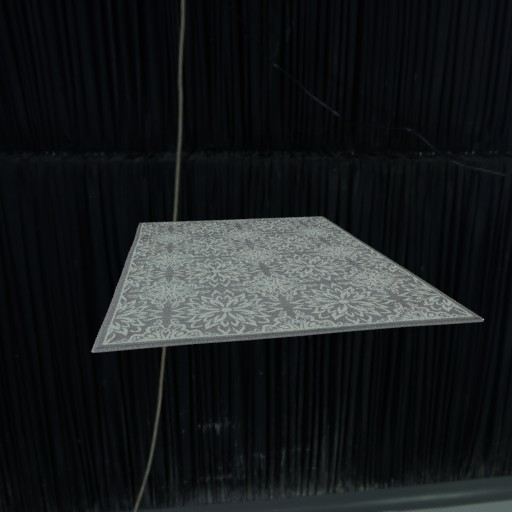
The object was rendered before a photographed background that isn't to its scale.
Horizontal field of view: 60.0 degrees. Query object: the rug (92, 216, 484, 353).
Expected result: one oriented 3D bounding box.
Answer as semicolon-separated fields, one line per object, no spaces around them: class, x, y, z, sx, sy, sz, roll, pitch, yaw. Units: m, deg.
rug;0.000;0.000;2.808;1.608;0.014;2.213;-3;17;-9
